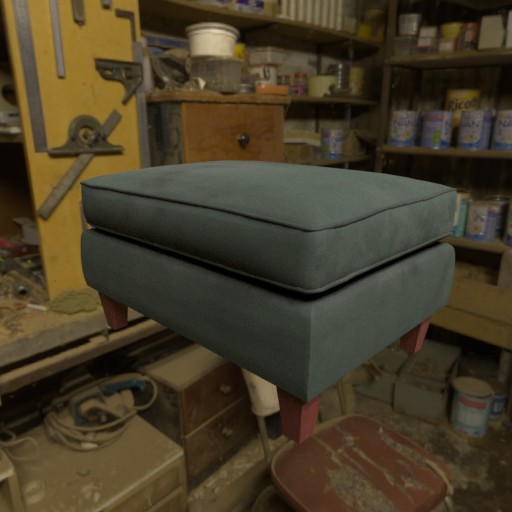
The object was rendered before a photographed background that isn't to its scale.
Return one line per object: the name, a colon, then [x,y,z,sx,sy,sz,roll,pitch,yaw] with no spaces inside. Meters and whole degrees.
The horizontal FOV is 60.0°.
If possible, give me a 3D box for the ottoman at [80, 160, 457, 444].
ottoman: [0.000,0.000,1.239,0.864,0.495,0.632,16,23,42]
